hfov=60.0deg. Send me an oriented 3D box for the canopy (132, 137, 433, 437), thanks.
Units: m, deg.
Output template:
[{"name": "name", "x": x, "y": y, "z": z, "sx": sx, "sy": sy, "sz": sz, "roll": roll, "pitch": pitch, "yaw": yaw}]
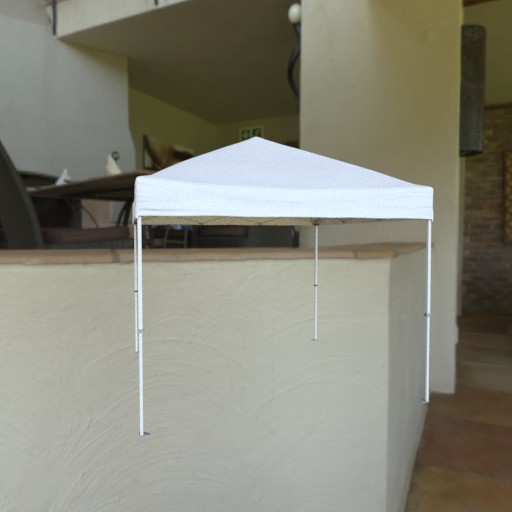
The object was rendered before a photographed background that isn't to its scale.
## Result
[{"name": "canopy", "x": 0.000, "y": 0.000, "z": 5.630, "sx": 2.998, "sy": 2.997, "sz": 2.996, "roll": -1, "pitch": 3, "yaw": -16}]
